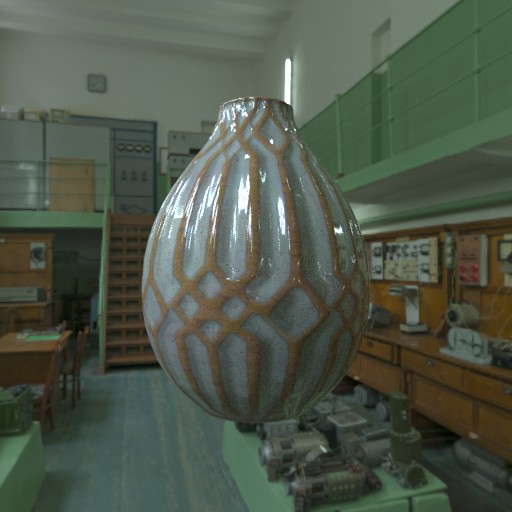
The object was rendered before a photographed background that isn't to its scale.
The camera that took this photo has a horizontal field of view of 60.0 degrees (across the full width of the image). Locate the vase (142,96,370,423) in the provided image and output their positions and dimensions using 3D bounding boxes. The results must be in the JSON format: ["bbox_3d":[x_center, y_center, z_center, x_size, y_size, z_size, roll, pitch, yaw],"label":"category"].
[{"bbox_3d":[0.000,0.000,0.263,0.131,0.175,0.131,0,-1,0],"label":"vase"}]
